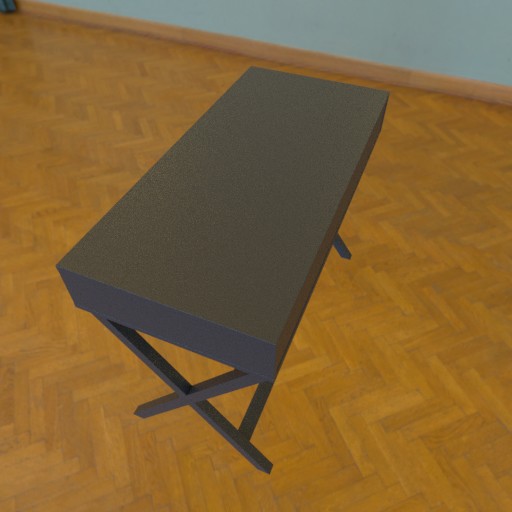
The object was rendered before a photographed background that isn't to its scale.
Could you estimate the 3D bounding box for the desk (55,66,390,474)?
[{"bbox_3d":[0.000,0.000,1.497,0.525,0.780,1.057,17,49,15],"label":"desk"}]
